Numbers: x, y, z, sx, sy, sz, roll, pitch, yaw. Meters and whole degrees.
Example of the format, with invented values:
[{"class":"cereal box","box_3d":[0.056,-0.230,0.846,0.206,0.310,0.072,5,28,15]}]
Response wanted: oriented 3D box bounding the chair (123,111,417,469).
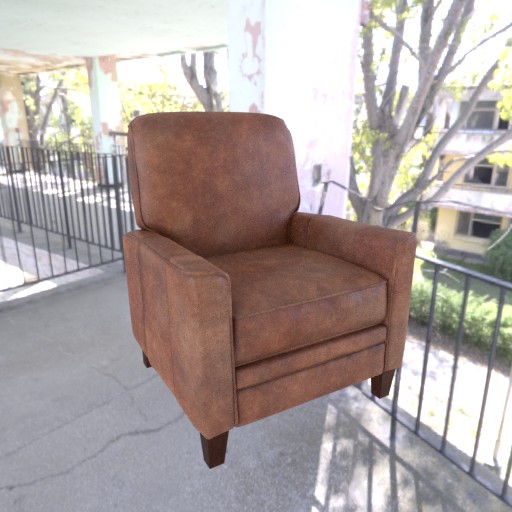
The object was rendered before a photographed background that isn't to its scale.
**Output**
[{"class":"chair","box_3d":[0.000,0.000,1.665,0.843,1.043,0.836,-10,19,-29]}]
